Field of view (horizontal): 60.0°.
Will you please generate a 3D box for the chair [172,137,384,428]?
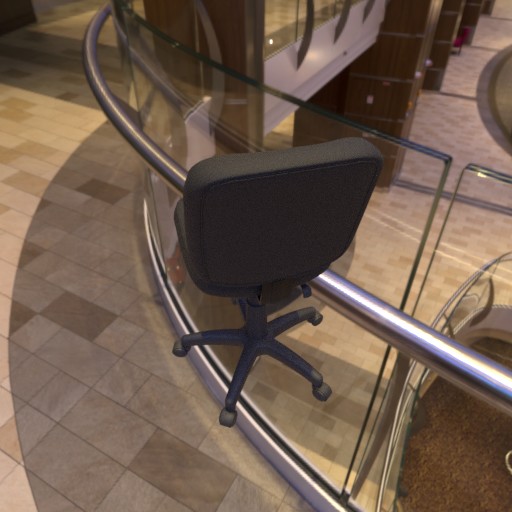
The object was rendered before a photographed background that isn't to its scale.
[{"bbox_3d":[0.000,0.000,1.369,0.610,0.972,0.610,-11,42,-12],"label":"chair"}]
